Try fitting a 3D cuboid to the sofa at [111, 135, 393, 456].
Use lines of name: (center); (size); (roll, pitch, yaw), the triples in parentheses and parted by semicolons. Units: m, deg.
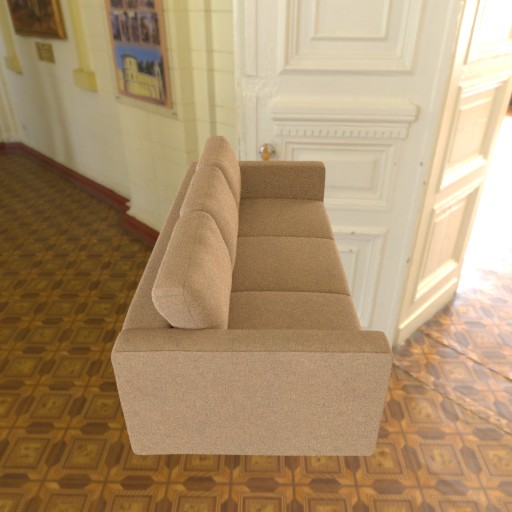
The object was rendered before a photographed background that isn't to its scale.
sofa: (0.000, 0.000, 2.301); (0.930, 0.800, 1.855); (0, 31, 0)
